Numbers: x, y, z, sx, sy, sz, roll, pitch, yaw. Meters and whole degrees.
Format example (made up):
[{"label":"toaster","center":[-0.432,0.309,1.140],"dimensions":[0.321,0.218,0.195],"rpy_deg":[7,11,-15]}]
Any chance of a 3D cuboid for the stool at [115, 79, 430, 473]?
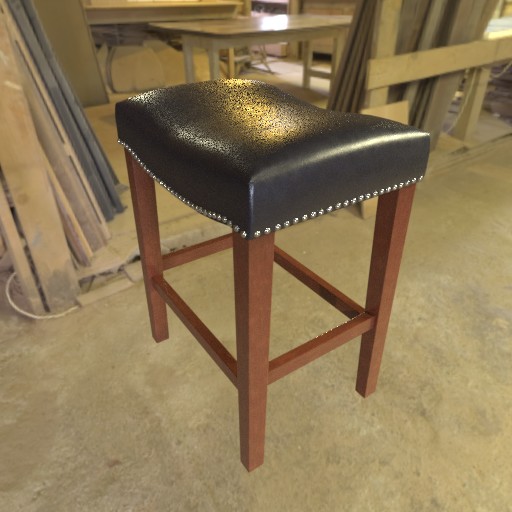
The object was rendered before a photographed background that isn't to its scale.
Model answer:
[{"label":"stool","center":[0.000,0.000,0.965],"dimensions":[0.372,0.654,0.504],"rpy_deg":[-20,38,-29]}]
